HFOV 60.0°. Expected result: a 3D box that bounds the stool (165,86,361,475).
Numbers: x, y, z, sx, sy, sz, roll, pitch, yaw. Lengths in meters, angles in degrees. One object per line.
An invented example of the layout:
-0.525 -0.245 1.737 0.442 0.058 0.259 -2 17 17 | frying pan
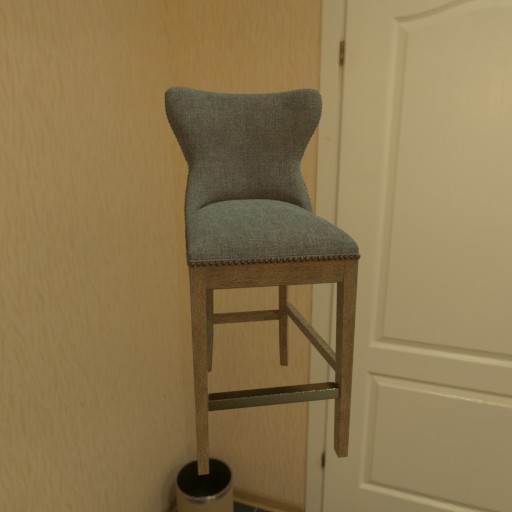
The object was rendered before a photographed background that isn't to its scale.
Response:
0.000 0.000 1.320 0.498 0.981 0.608 -3 16 -9 | stool
